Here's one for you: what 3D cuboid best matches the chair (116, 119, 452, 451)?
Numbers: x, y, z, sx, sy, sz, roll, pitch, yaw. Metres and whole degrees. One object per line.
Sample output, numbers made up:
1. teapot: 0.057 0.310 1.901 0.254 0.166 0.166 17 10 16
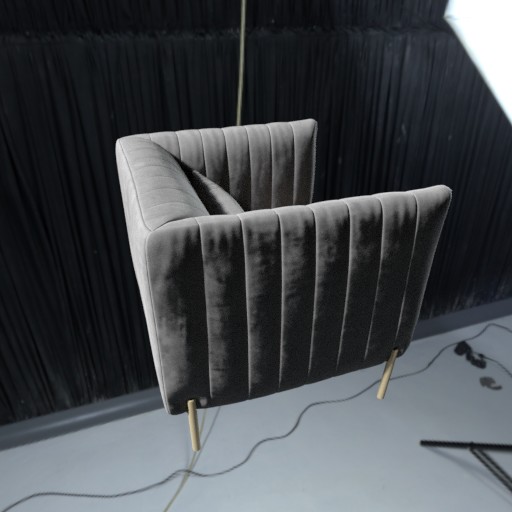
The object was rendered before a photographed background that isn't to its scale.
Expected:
1. chair: 0.000 0.000 1.666 0.873 0.779 0.981 -10 31 -17
